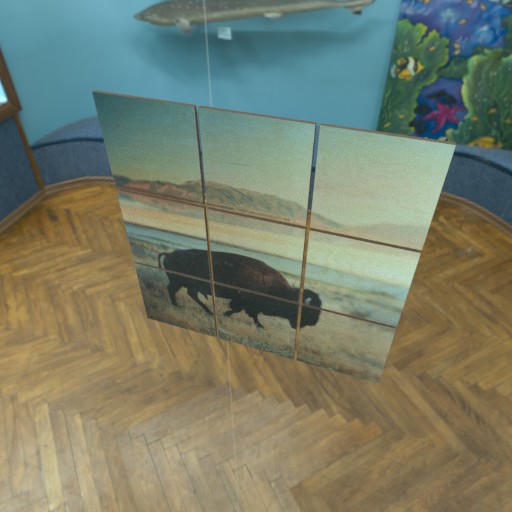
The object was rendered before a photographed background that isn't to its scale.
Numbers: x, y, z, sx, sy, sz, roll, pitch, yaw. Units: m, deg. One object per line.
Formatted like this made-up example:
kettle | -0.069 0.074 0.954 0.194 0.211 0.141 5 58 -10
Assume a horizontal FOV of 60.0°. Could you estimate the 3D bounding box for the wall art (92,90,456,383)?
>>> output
wall art | 0.000 0.000 1.358 0.906 0.904 0.018 13 43 14
